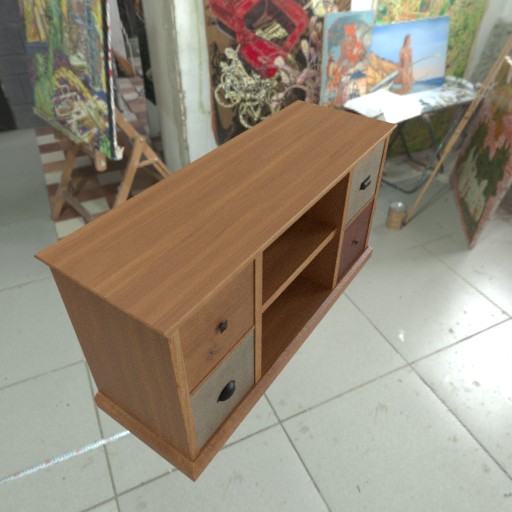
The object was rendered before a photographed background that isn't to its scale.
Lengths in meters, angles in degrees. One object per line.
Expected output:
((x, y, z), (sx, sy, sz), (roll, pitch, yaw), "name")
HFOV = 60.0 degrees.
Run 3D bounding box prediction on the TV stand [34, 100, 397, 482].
((0.000, 0.000, 1.482), (0.417, 0.607, 1.181), (24, 45, 26), "TV stand")
